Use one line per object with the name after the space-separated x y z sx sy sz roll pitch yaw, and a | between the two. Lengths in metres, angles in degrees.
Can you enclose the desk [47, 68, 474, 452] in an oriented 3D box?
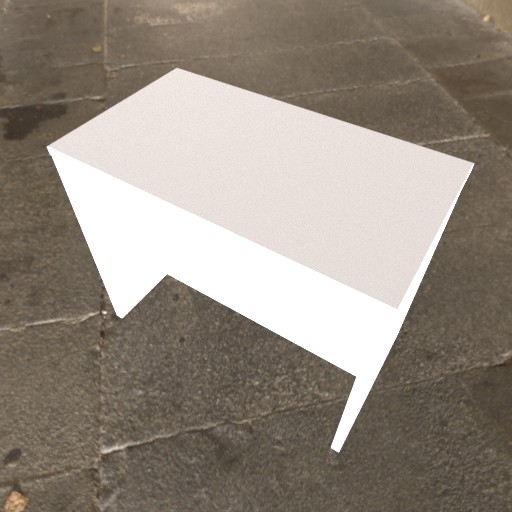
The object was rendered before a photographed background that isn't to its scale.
0.000 0.000 1.336 0.900 0.729 0.498 26 53 21 | desk
